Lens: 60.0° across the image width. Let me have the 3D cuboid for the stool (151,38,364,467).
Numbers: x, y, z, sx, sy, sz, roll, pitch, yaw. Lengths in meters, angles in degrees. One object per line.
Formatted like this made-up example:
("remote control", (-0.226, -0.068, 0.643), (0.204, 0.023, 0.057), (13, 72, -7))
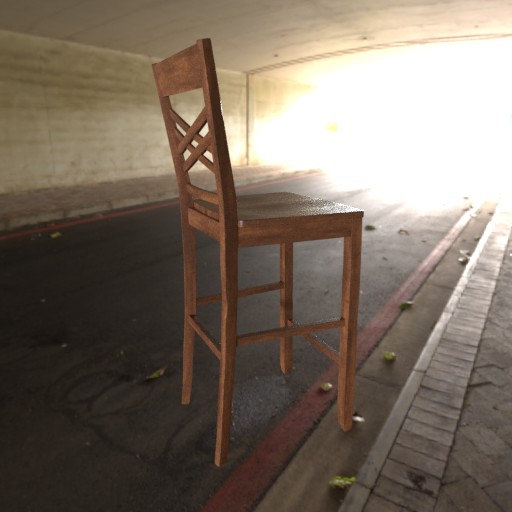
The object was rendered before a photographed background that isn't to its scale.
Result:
("stool", (0.000, 0.000, 1.345), (0.487, 1.105, 0.433), (-8, 18, -25))
